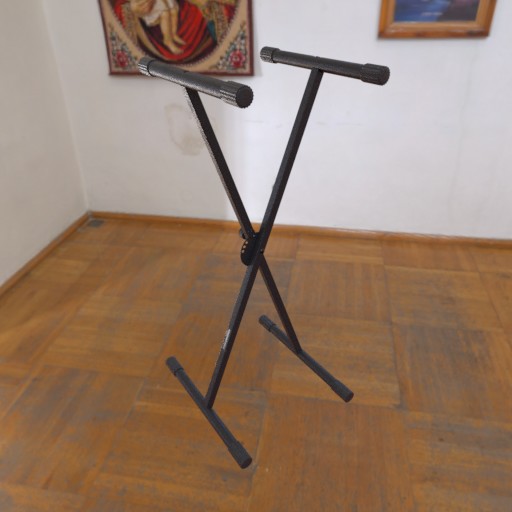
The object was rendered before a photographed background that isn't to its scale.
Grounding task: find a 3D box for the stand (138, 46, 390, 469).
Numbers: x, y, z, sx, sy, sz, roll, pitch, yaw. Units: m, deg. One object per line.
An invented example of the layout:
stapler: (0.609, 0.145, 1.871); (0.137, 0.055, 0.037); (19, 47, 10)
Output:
stand: (0.000, 0.000, 1.157); (0.409, 0.940, 0.449); (-20, 37, -29)
